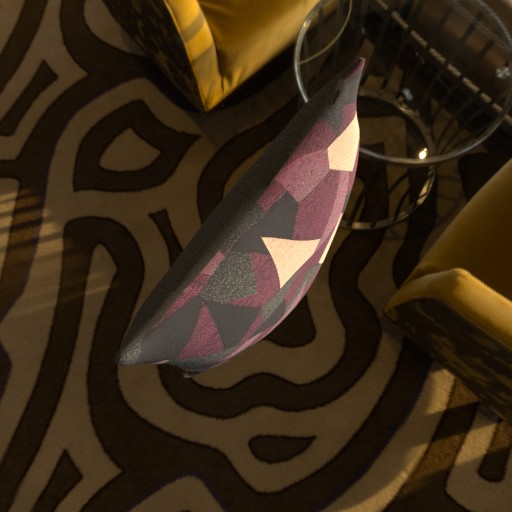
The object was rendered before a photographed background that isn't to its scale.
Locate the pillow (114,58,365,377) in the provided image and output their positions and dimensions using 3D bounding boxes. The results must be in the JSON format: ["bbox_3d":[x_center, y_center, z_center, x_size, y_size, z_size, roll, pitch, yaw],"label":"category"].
[{"bbox_3d":[0.000,0.000,0.758,0.208,0.496,0.503,36,78,9],"label":"pillow"}]
